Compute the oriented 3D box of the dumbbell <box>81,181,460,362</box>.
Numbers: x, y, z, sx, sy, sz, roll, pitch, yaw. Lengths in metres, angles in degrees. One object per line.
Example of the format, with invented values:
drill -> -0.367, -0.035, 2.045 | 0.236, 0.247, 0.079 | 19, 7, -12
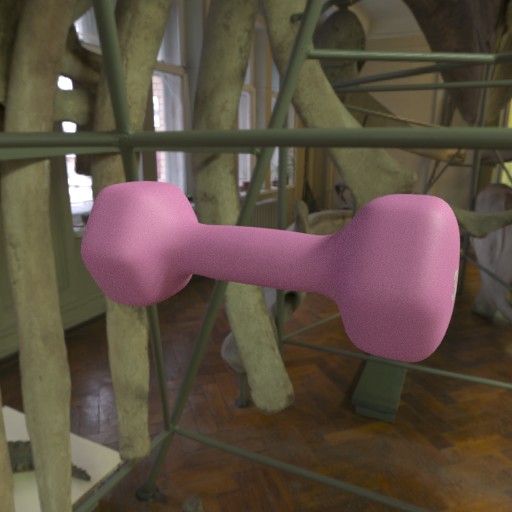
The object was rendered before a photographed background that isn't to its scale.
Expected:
dumbbell -> 0.000, 0.000, 0.191 | 0.159, 0.058, 0.064 | 7, 16, 26
